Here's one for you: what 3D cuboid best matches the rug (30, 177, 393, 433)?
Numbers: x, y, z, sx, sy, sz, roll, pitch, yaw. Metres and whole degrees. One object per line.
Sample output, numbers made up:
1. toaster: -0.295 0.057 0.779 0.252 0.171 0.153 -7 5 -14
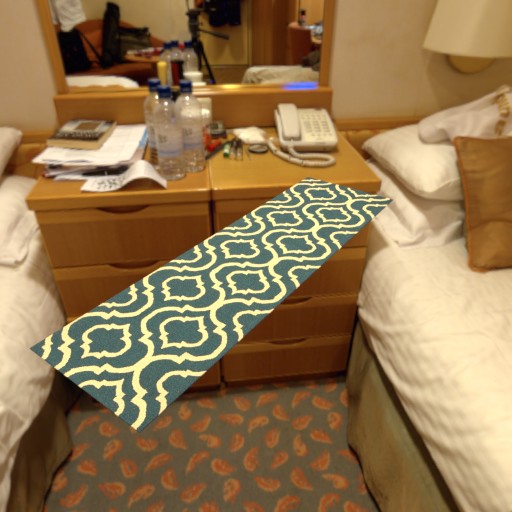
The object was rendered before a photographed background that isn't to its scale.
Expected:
1. rug: 0.000 0.000 2.479 0.685 0.006 2.296 22 39 30
